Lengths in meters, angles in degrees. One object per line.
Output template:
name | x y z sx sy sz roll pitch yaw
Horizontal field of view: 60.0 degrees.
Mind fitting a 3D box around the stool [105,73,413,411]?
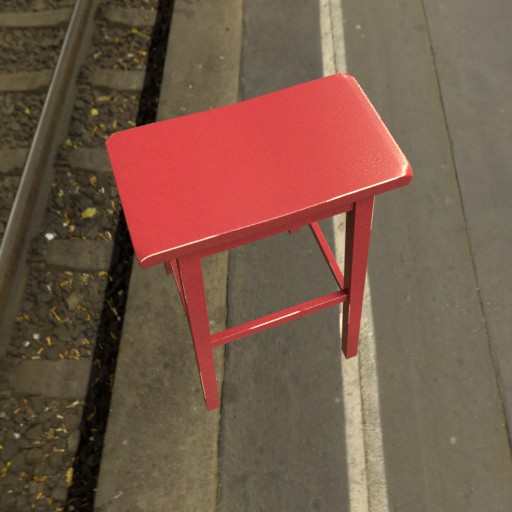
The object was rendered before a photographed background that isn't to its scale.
stool | 0.000 0.000 1.038 0.457 0.737 0.476 -18 65 -9
